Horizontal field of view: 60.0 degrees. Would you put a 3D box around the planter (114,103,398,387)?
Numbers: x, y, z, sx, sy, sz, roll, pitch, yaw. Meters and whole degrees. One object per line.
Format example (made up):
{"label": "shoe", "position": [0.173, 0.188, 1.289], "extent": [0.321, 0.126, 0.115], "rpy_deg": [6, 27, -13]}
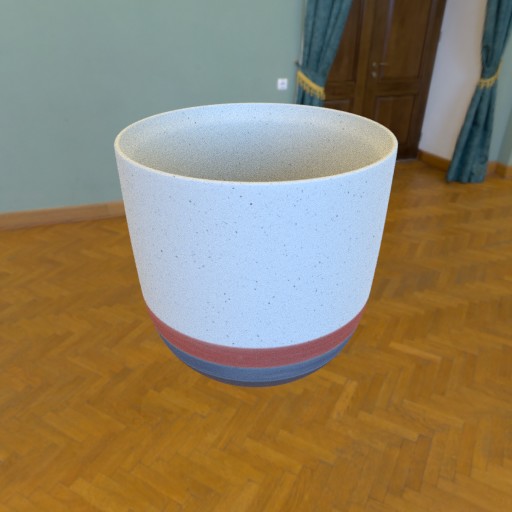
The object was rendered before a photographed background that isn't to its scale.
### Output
{"label": "planter", "position": [0.000, 0.000, 0.384], "extent": [0.204, 0.214, 0.204], "rpy_deg": [0, 31, 0]}
